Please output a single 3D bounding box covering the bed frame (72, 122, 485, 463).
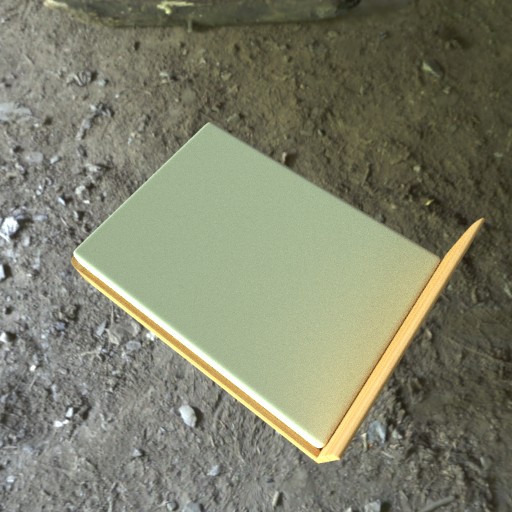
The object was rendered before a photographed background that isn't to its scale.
[{"bbox_3d":[0.000,0.000,2.809,1.992,0.940,1.472,34,68,15],"label":"bed frame"}]
